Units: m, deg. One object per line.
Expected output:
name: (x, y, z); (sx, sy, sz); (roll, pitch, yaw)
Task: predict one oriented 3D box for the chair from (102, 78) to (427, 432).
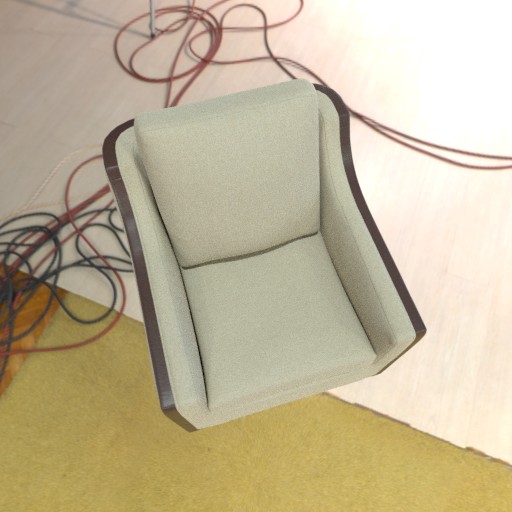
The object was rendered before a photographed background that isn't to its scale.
chair: (0.000, 0.000, 1.621); (0.870, 0.930, 0.950); (-15, 64, -7)
